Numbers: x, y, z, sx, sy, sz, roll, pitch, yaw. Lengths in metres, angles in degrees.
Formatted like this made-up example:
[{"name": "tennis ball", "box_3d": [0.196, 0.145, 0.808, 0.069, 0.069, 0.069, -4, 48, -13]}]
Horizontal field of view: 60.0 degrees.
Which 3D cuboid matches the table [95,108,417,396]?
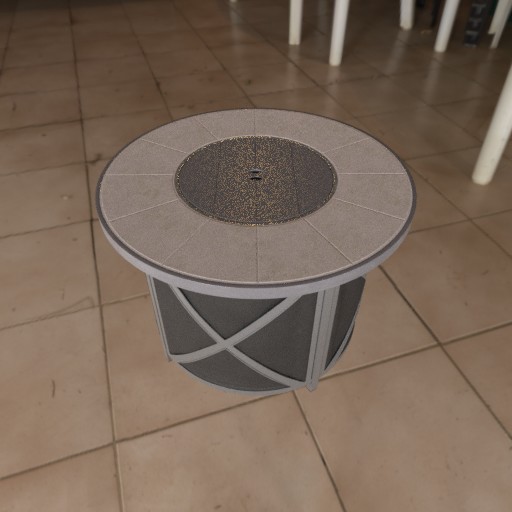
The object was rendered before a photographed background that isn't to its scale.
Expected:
[{"name": "table", "box_3d": [0.000, 0.000, 1.523, 0.914, 0.650, 0.914, 0, 43, 0]}]
